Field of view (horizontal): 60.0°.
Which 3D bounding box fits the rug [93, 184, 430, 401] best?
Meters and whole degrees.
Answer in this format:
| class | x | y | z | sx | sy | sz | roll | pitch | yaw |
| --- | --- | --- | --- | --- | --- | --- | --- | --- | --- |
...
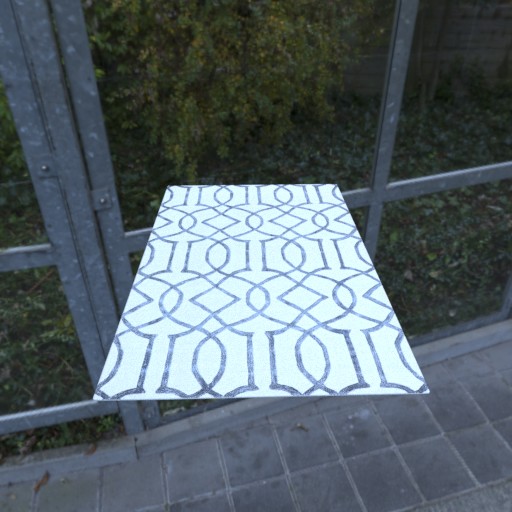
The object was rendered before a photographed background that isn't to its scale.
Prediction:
| class | x | y | z | sx | sy | sz | roll | pitch | yaw |
| --- | --- | --- | --- | --- | --- | --- | --- | --- | --- |
| rug | 0.000 | 0.000 | 2.988 | 1.521 | 0.017 | 2.365 | -1 | 32 | -1 |
